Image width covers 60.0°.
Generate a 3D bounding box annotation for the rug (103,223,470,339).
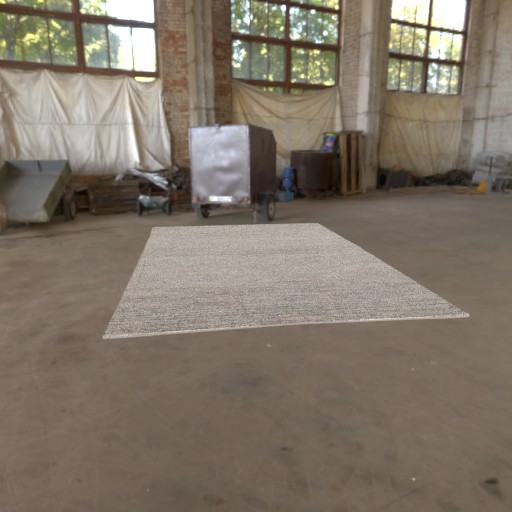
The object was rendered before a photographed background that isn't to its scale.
[{"bbox_3d":[0.000,0.000,2.228,1.162,0.022,1.804,-2,14,-8],"label":"rug"}]
